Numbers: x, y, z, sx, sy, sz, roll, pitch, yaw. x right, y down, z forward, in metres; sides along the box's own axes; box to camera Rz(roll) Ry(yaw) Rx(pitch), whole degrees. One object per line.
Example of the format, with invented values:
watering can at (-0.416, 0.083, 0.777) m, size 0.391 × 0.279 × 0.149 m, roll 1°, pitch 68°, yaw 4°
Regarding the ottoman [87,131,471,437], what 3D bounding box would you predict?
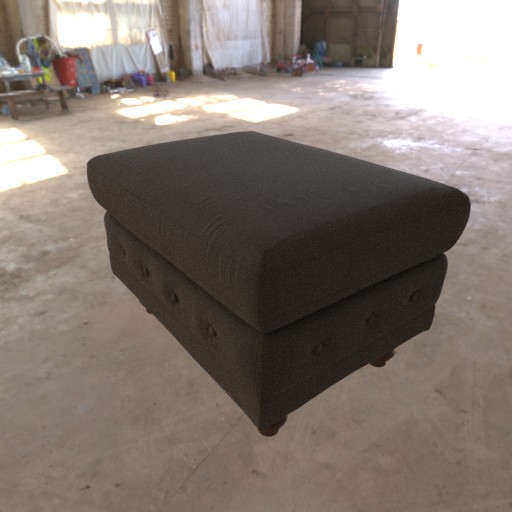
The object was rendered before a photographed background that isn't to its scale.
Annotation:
ottoman at (0.000, 0.000, 1.131) m, size 0.569 × 0.500 × 0.771 m, roll -19°, pitch 33°, yaw -32°
